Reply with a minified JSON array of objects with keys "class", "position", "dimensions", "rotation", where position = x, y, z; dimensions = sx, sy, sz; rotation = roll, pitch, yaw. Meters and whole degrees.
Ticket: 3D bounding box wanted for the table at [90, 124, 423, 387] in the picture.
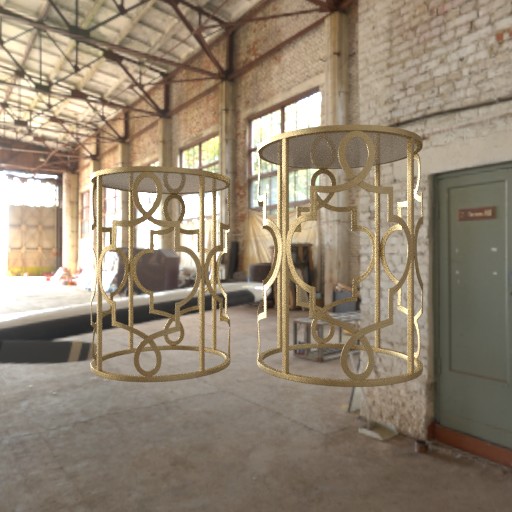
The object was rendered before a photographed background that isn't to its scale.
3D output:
[{"class":"table","position":[0.000,0.000,1.164],"dimensions":[0.846,0.564,0.420],"rotation":[0,0,1]}]
